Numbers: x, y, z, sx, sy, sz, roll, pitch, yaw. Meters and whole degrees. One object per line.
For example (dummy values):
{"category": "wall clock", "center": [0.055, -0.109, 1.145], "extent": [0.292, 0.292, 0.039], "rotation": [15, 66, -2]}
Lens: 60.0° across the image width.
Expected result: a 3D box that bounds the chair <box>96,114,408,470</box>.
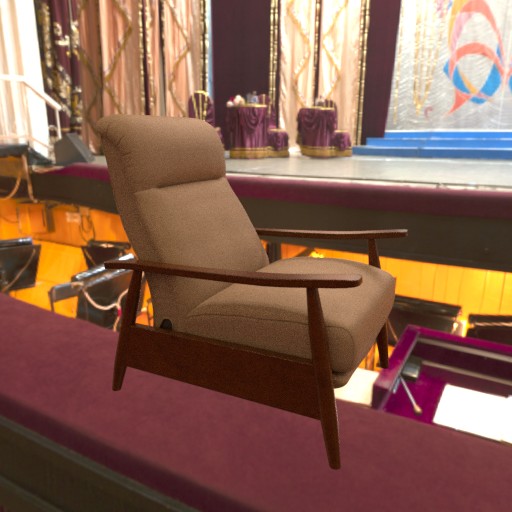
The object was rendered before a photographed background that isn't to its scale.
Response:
{"category": "chair", "center": [0.000, 0.000, 1.768], "extent": [1.030, 1.082, 0.762], "rotation": [8, 17, 27]}
